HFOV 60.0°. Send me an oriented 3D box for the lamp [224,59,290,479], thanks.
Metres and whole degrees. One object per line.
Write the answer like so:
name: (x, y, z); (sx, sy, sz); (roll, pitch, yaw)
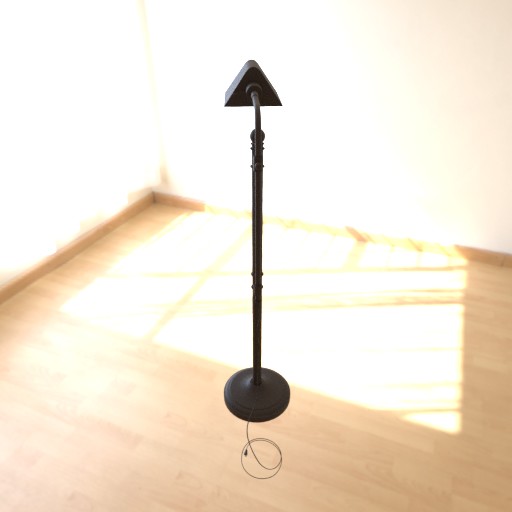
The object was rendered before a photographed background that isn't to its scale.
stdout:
lamp: (0.000, 0.000, 0.933); (0.159, 0.708, 0.545); (-1, 31, -2)
